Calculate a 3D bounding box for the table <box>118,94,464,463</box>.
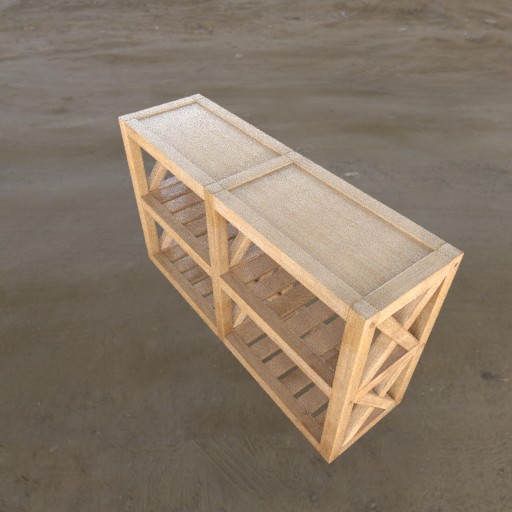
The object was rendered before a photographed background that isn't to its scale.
[{"bbox_3d":[0.000,0.000,1.720,0.381,0.762,1.320,-27,49,-27],"label":"table"}]
